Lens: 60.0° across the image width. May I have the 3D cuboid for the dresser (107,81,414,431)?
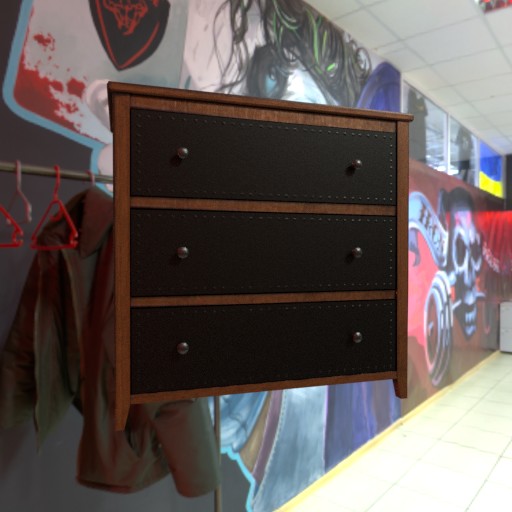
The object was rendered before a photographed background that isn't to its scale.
[{"bbox_3d":[0.000,0.000,1.986,1.250,1.224,0.591,0,0,-17],"label":"dresser"}]
